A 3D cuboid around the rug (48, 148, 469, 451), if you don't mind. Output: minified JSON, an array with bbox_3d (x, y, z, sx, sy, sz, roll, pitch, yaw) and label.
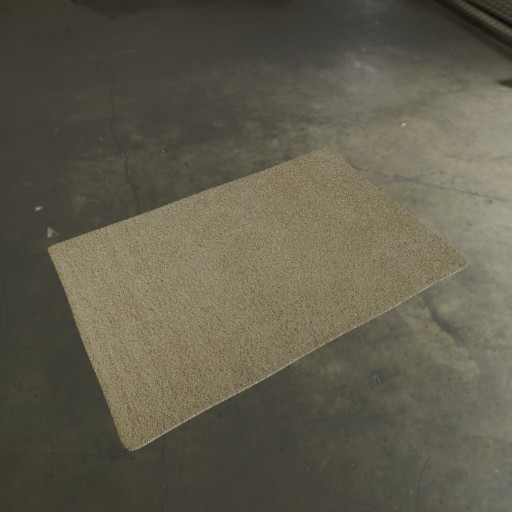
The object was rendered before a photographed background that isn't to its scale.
[{"bbox_3d":[0.000,0.000,3.378,2.700,0.024,1.801,-24,51,-21],"label":"rug"}]
